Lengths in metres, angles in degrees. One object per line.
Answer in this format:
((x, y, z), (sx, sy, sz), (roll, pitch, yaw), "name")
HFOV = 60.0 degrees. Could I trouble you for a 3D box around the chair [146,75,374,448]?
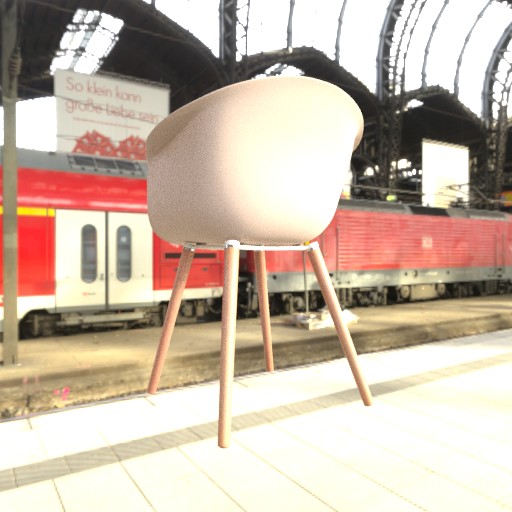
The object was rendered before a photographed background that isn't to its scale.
((0.000, 0.000, 1.188), (0.593, 0.781, 0.504), (0, 0, -35), "chair")
